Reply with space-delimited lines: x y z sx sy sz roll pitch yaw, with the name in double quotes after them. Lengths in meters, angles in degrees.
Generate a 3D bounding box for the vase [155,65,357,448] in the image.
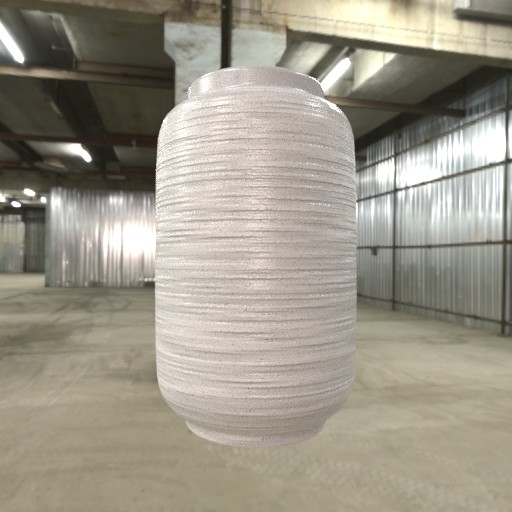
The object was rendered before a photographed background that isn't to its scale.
0.000 0.000 0.456 0.202 0.335 0.202 0 -1 0 "vase"
